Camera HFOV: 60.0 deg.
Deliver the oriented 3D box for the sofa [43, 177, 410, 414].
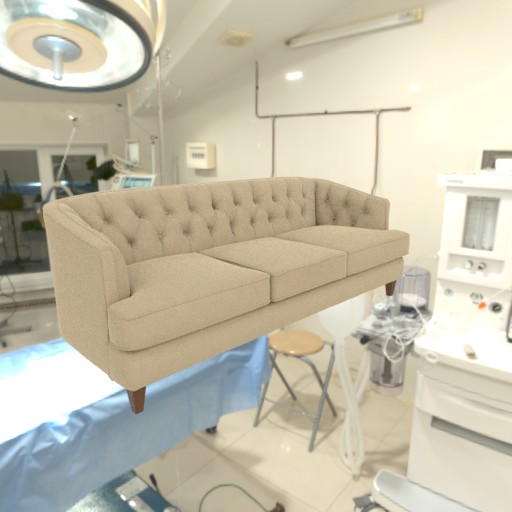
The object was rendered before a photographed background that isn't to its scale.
[{"bbox_3d":[0.000,0.000,2.735,2.278,0.855,0.941,-14,20,-43],"label":"sofa"}]
